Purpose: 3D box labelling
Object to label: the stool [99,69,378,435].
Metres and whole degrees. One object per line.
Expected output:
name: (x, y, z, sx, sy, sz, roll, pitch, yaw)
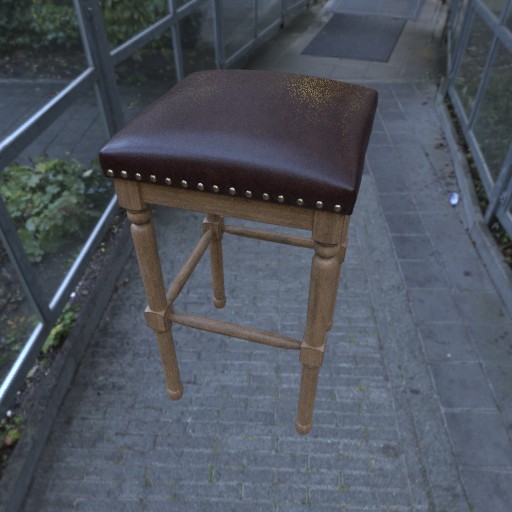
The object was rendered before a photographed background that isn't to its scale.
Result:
stool: (0.000, 0.000, 0.940, 0.383, 0.702, 0.382, 11, 41, 12)
